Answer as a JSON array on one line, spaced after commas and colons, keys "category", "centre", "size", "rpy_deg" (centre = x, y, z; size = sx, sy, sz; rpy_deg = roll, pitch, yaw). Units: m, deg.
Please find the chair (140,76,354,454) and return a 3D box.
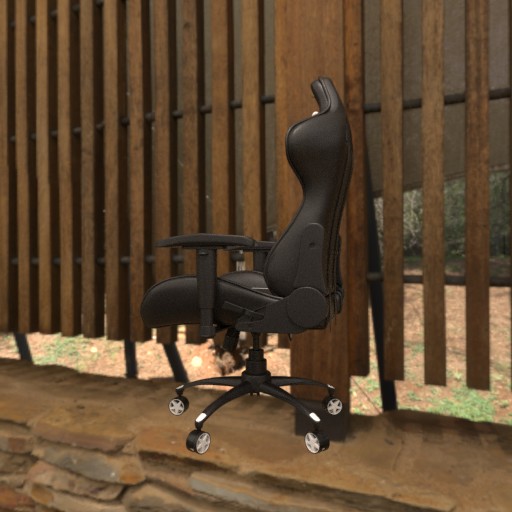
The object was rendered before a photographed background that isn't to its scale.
[{"category": "chair", "centre": [0.000, 0.000, 1.714], "size": [0.695, 1.285, 0.730], "rpy_deg": [0, 0, 17]}]
